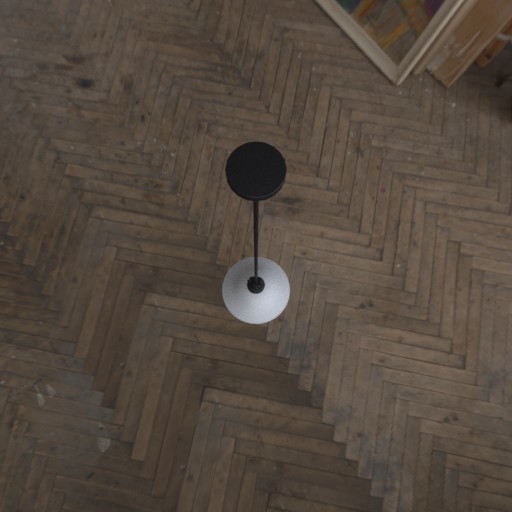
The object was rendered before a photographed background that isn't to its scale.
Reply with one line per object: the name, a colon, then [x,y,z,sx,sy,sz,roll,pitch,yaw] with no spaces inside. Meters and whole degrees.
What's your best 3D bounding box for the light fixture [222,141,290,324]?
light fixture: [0.000,0.000,1.471,0.324,1.337,0.324,17,77,4]
